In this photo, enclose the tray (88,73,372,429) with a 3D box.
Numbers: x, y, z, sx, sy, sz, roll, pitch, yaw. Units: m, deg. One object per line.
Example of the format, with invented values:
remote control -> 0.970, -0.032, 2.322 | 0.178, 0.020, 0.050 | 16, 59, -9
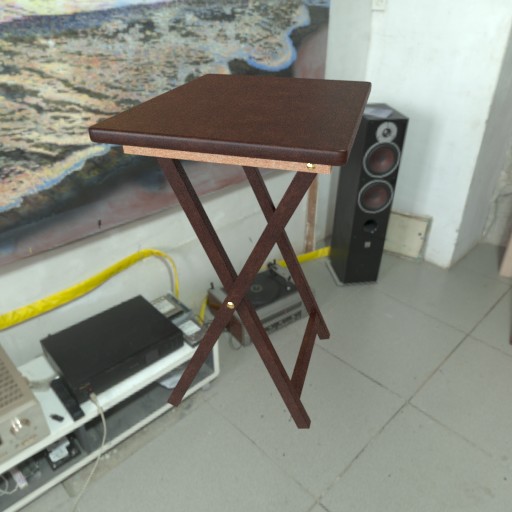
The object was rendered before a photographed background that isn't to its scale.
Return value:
tray -> 0.000, 0.000, 0.973 | 0.381, 0.660, 0.483 | 9, 33, 14
